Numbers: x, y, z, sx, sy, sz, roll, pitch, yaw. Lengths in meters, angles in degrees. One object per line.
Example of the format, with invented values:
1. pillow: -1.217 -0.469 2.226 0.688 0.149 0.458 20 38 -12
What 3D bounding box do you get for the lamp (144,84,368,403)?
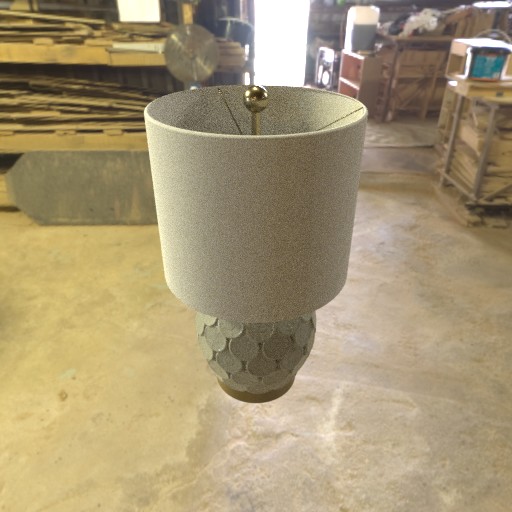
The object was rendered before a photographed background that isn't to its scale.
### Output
1. lamp: 0.000 0.000 0.619 0.254 0.452 0.254 0 31 0
